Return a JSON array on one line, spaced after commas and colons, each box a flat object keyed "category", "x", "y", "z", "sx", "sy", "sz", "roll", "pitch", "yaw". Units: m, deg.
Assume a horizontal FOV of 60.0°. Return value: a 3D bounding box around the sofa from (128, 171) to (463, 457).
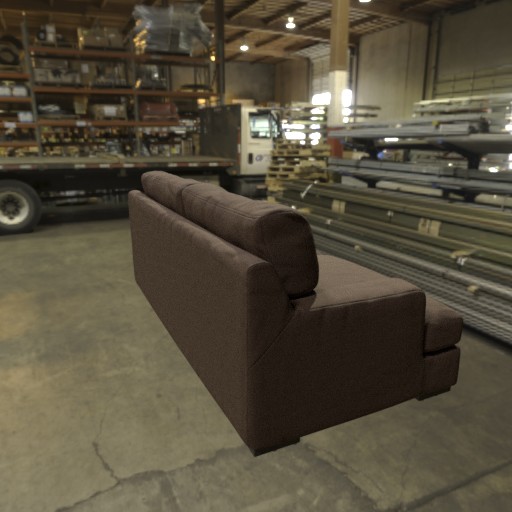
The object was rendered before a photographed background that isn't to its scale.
[{"category": "sofa", "x": 0.000, "y": 0.000, "z": 2.759, "sx": 1.140, "sy": 0.950, "sz": 2.274, "roll": -7, "pitch": 17, "yaw": -25}]
